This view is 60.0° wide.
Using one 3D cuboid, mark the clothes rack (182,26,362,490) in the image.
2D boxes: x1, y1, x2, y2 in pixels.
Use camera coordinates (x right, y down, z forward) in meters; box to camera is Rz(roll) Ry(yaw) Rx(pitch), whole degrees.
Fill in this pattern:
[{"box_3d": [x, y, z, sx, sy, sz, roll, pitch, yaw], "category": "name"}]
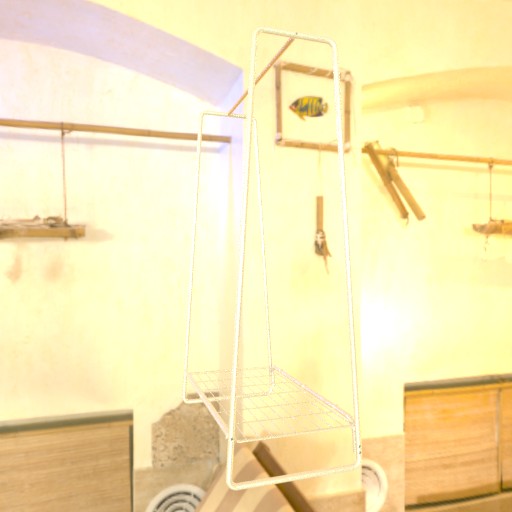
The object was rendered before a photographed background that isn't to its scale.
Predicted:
[{"box_3d": [0.000, 0.000, 1.903, 0.495, 1.500, 0.900, 0, 0, -18], "category": "clothes rack"}]
